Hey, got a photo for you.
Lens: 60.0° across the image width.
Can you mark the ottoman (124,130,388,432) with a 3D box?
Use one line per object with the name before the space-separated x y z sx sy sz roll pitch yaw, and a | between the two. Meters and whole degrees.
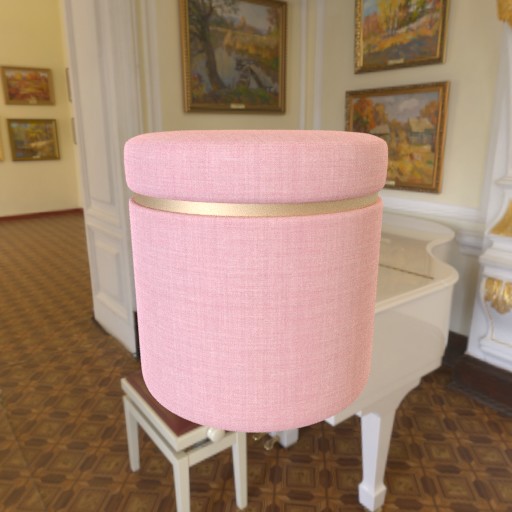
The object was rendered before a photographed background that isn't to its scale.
ottoman | 0.000 0.000 0.743 0.400 0.406 0.400 0 16 0
